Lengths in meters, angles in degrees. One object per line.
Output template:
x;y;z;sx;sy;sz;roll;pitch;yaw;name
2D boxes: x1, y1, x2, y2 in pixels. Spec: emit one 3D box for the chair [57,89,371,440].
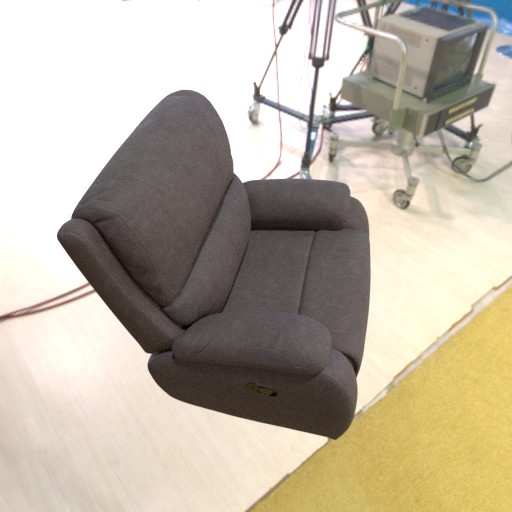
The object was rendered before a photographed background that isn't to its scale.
0.000;0.000;1.671;0.899;1.011;0.930;9;46;9;chair
